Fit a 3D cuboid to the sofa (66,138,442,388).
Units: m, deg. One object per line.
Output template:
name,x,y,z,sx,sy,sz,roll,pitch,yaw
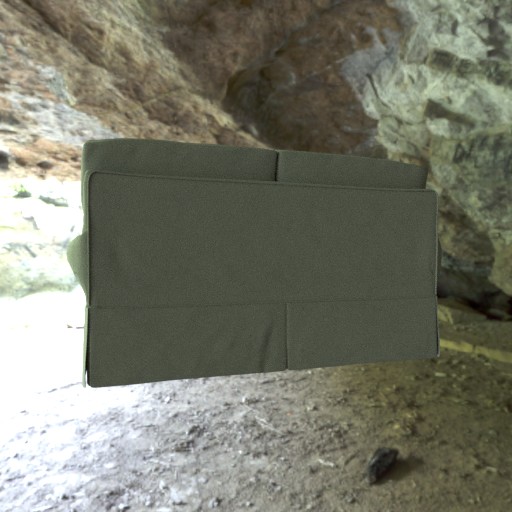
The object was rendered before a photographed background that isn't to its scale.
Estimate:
sofa,0.000,0.000,2.342,1.823,1.024,0.841,0,0,-18
